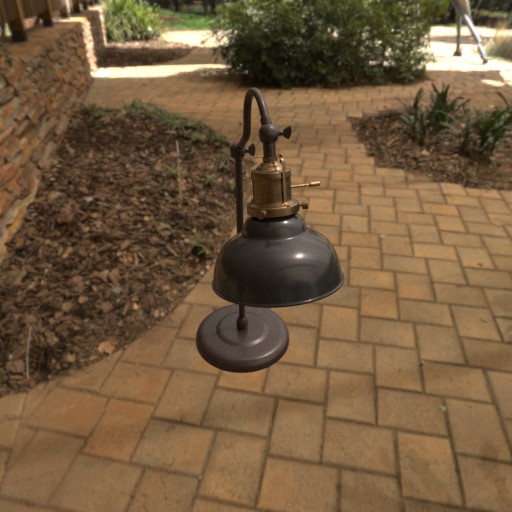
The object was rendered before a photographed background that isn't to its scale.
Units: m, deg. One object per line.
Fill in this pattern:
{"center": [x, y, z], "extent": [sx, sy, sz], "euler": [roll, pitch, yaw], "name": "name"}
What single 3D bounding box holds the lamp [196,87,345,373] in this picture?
{"center": [0.000, 0.000, 0.705], "extent": [0.192, 0.508, 0.374], "euler": [-10, 33, -15], "name": "lamp"}
